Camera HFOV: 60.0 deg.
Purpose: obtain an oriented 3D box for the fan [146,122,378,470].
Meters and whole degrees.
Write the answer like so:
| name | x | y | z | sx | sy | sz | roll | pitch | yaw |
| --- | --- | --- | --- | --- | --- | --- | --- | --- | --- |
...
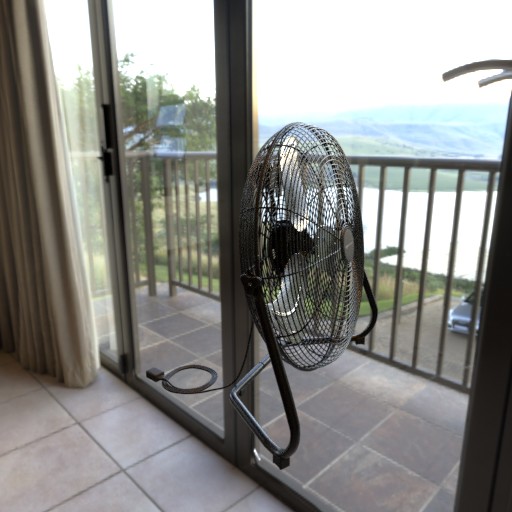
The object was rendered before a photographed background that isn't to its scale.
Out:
| name | x | y | z | sx | sy | sz | roll | pitch | yaw |
| --- | --- | --- | --- | --- | --- | --- | --- | --- | --- |
| fan | 0.000 | 0.000 | 0.948 | 0.424 | 0.546 | 0.555 | 7 | 16 | 26 |
